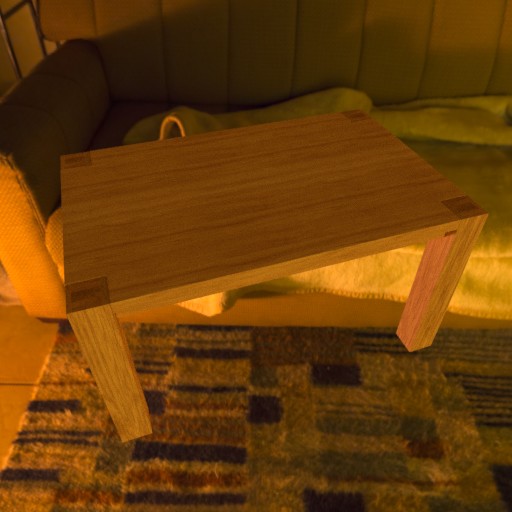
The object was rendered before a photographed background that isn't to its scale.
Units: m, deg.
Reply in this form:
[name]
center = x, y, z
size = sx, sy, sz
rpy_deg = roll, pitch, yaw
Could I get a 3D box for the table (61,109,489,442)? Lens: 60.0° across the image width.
[table]
center = 0.000, 0.000, 1.937
size = 1.400, 0.760, 0.900
rpy_deg = -13, 44, -14
